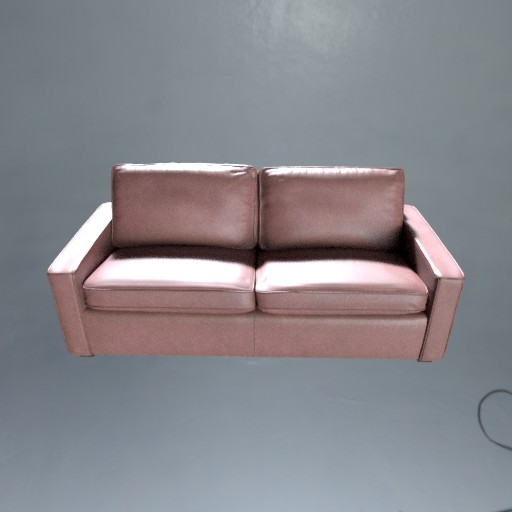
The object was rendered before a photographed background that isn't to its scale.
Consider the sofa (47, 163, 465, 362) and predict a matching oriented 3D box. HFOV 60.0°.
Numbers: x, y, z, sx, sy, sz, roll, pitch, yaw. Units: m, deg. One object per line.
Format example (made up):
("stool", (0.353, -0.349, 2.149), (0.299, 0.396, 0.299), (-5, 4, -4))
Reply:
("sofa", (0.000, 0.000, 2.601), (2.080, 0.919, 0.940), (1, 30, 1))
